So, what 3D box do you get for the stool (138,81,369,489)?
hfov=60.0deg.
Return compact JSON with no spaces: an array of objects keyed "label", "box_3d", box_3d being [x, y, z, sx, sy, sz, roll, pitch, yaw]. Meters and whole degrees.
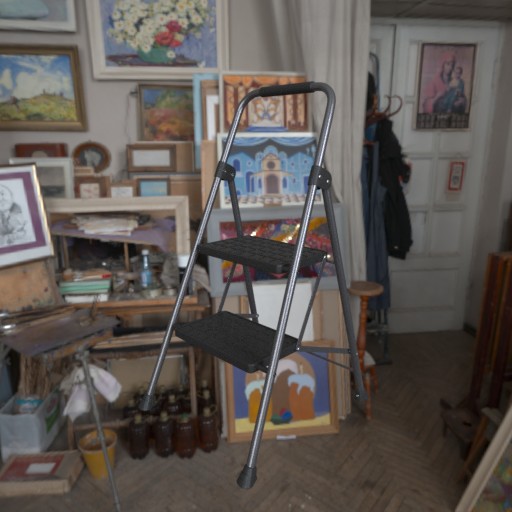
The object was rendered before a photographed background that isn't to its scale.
[{"label":"stool","box_3d":[0.000,0.000,1.173,0.450,0.872,0.514,14,20,43]}]
